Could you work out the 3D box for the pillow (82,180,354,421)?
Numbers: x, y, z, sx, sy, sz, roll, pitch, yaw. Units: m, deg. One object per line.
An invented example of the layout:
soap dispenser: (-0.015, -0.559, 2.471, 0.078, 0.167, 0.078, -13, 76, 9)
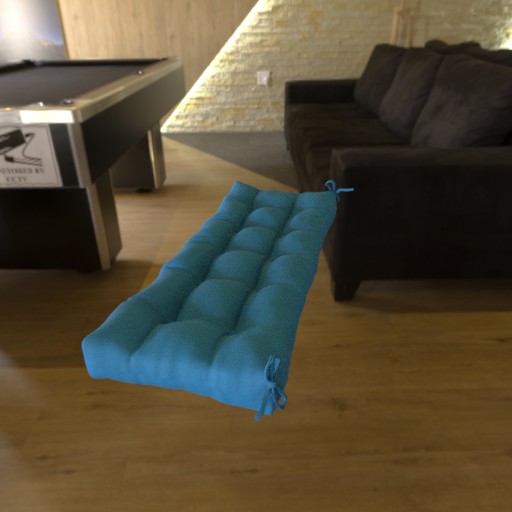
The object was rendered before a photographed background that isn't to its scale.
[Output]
pillow: (0.000, 0.000, 1.378, 0.511, 0.174, 1.194, 7, 29, 13)
